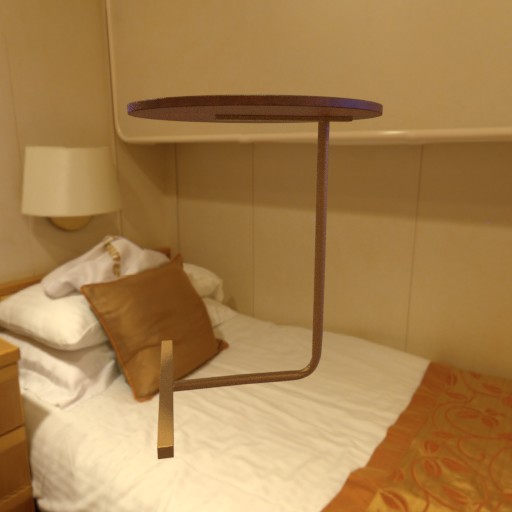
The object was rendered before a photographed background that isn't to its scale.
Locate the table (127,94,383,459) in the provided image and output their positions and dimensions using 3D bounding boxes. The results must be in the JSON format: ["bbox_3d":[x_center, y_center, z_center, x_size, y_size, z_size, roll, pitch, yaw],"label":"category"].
[{"bbox_3d":[0.000,0.000,1.113,0.577,0.706,0.530,-3,14,-10],"label":"table"}]
